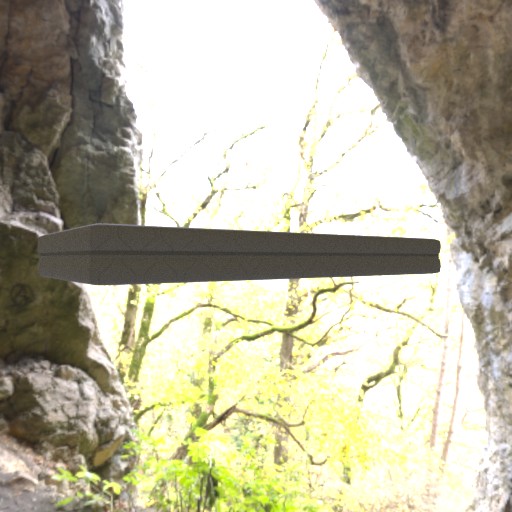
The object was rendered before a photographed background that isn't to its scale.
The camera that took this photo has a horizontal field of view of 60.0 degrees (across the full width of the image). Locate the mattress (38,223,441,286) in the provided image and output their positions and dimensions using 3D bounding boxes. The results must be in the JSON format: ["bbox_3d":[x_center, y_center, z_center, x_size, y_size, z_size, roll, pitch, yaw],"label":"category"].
[{"bbox_3d":[0.000,0.000,2.281,1.900,0.200,0.900,0,0,-36],"label":"mattress"}]
